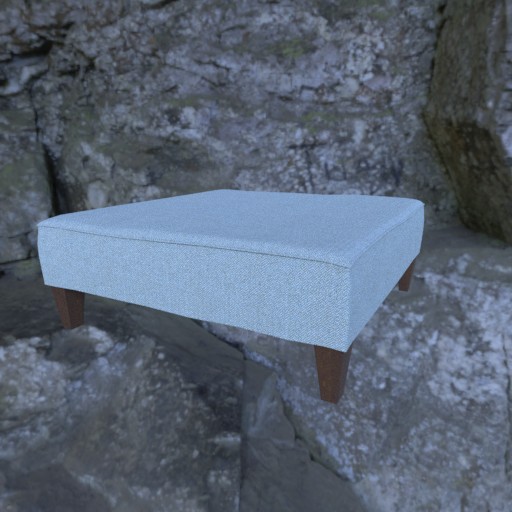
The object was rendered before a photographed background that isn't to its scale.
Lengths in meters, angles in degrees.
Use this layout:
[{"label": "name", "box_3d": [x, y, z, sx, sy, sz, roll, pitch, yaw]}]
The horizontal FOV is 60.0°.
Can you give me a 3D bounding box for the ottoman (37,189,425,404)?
[{"label": "ottoman", "box_3d": [0.000, 0.000, 1.557, 0.968, 0.379, 1.004, 8, 16, 27]}]
